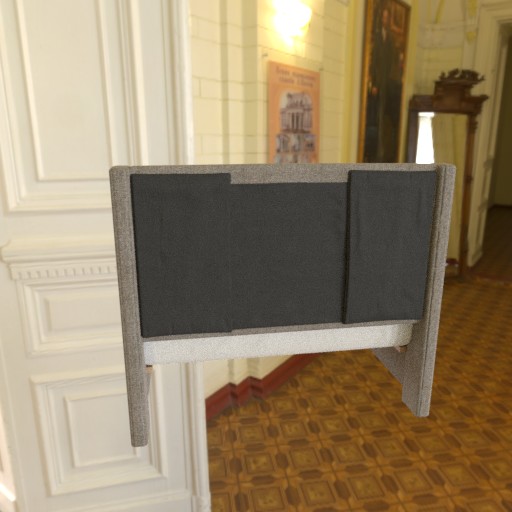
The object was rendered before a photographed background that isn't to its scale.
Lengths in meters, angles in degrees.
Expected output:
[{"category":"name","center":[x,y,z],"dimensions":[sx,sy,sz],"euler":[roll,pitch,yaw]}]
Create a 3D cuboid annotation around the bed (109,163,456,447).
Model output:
[{"category":"bed","center":[0.000,0.000,3.372],"dimensions":[1.714,1.481,2.245],"euler":[-2,15,-9]}]
